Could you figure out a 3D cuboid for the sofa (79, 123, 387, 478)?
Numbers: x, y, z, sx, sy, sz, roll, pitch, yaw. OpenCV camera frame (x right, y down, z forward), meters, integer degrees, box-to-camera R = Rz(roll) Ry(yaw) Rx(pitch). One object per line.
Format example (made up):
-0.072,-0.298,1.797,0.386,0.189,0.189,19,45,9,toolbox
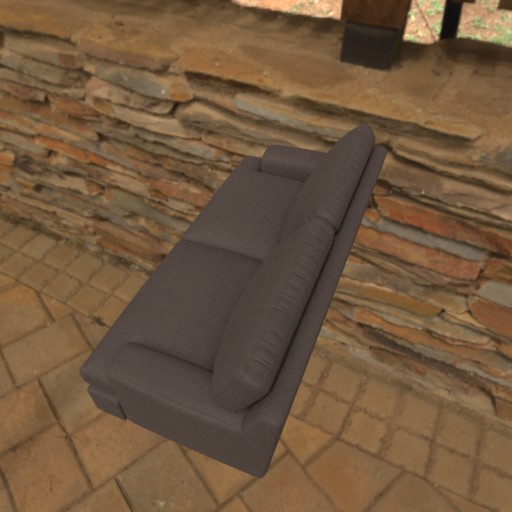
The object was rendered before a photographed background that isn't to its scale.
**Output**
0.000,0.000,2.816,1.140,0.950,2.271,17,48,16,sofa
